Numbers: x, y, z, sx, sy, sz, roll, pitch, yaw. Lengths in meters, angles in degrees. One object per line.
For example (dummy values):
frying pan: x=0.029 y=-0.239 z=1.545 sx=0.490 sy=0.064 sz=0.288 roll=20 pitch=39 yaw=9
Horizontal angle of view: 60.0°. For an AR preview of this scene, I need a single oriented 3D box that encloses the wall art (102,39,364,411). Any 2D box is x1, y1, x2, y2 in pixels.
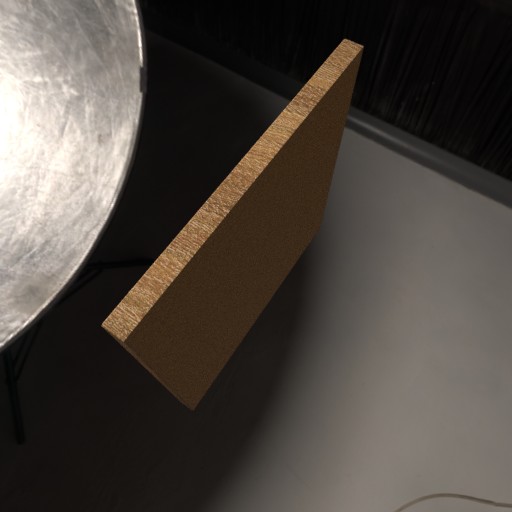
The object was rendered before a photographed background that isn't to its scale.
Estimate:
wall art: x=0.000 y=0.000 z=0.906 sx=0.042 sy=0.608 sz=0.611 roll=31 pitch=67 yaw=14
